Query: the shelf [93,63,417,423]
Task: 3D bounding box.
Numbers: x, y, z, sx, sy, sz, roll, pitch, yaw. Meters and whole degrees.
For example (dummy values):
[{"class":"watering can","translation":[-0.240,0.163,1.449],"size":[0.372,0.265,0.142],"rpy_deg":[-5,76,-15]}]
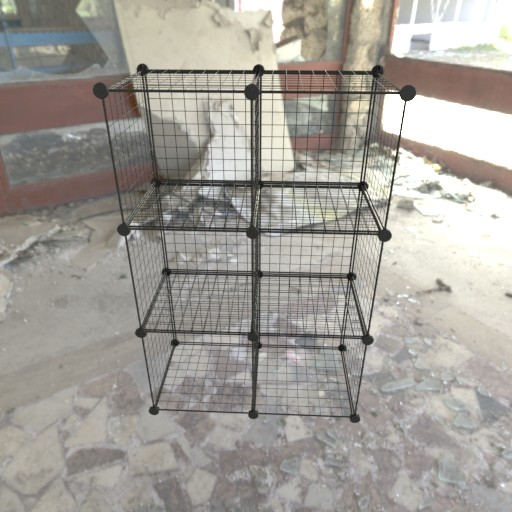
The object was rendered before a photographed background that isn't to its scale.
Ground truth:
[{"class":"shelf","translation":[0.000,0.000,1.385],"size":[0.711,1.067,0.356],"rpy_deg":[1,30,2]}]
